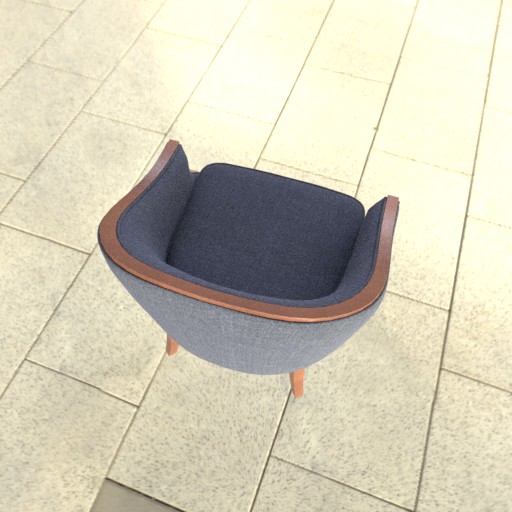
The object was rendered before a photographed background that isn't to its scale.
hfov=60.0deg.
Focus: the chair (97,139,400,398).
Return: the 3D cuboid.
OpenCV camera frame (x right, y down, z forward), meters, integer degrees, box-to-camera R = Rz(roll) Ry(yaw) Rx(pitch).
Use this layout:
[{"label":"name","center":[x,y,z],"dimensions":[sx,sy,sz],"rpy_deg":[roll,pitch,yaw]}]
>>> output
[{"label":"chair","center":[0.000,0.000,1.464],"dimensions":[0.803,0.876,0.735],"rpy_deg":[16,63,9]}]
